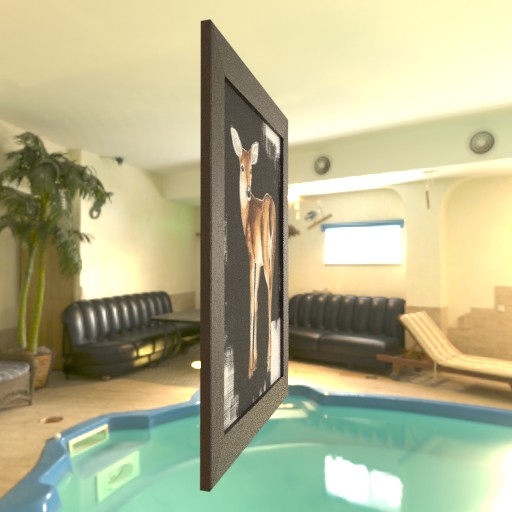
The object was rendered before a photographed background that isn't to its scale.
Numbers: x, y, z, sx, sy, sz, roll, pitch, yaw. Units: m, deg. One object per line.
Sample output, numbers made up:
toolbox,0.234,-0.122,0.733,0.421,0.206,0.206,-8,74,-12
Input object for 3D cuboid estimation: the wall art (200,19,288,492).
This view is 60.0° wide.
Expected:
wall art,0.000,0.000,0.648,0.013,0.508,0.359,0,-1,18
